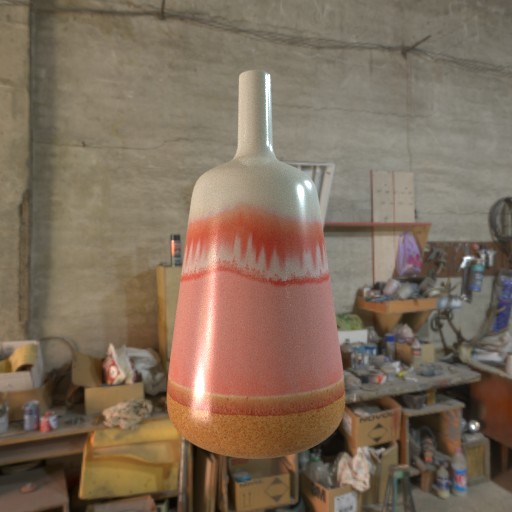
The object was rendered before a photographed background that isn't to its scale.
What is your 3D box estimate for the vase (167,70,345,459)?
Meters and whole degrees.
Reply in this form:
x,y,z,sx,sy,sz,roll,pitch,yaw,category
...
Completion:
x,y,z,sx,sy,sz,roll,pitch,yaw,category
0.000,0.000,0.366,0.144,0.296,0.144,0,0,0,vase
